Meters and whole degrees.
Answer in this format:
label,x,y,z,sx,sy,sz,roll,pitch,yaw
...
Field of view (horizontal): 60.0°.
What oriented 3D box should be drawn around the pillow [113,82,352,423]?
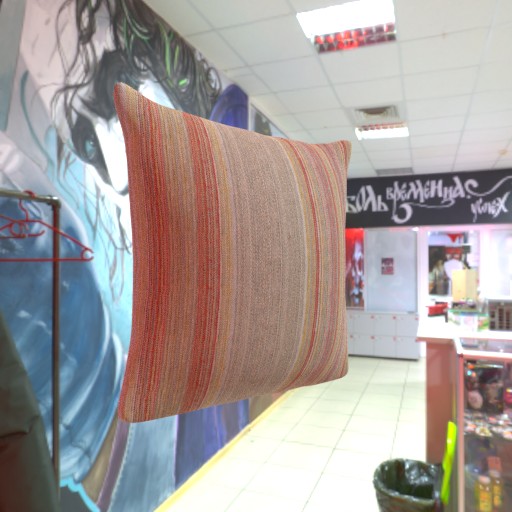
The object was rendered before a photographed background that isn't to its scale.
label,x,y,z,sx,sy,sz,roll,pitch,yaw
pillow,0.000,0.000,0.701,0.451,0.449,0.191,1,-2,-36
